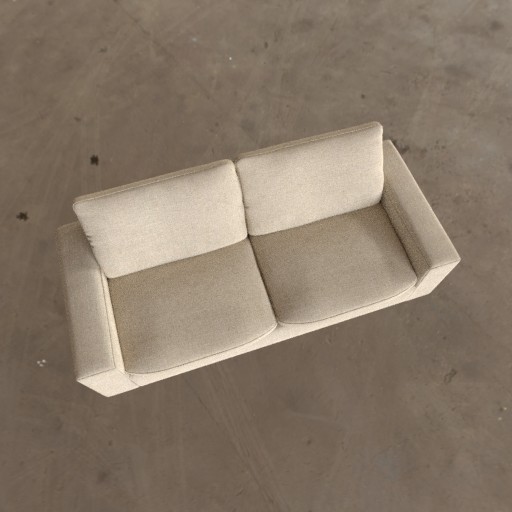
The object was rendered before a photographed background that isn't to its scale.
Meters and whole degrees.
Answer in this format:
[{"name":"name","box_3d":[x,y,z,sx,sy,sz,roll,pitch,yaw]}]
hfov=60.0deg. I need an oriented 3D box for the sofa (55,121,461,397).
[{"name":"sofa","box_3d":[0.000,0.000,2.774,2.299,0.922,1.040,-16,65,-8]}]
